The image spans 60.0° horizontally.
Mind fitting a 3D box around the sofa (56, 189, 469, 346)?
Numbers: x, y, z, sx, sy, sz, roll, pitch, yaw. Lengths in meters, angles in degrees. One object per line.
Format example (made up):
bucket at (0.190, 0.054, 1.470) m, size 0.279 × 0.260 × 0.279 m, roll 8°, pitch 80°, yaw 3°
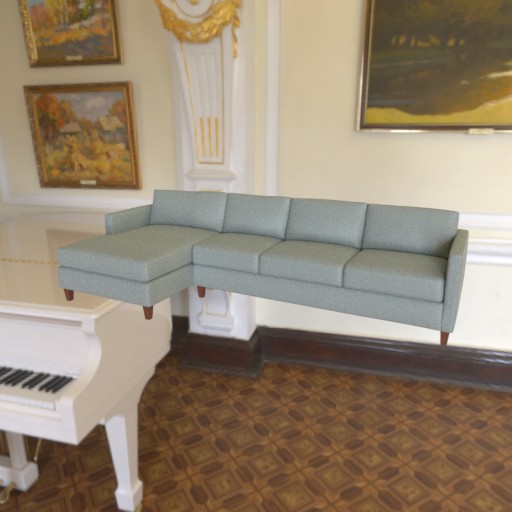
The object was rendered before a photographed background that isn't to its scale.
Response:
sofa at (0.000, 0.000, 4.086) m, size 3.470 × 0.953 × 1.600 m, roll 8°, pitch 18°, yaw 26°
